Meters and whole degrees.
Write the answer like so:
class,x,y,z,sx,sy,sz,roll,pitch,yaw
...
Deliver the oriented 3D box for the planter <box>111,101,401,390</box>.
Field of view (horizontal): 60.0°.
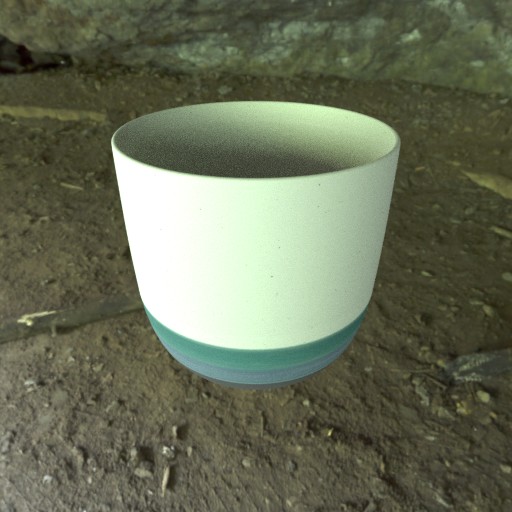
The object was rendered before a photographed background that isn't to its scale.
class,x,y,z,sx,sy,sz,roll,pitch,yaw
planter,0.000,0.000,0.378,0.204,0.214,0.204,0,31,0
